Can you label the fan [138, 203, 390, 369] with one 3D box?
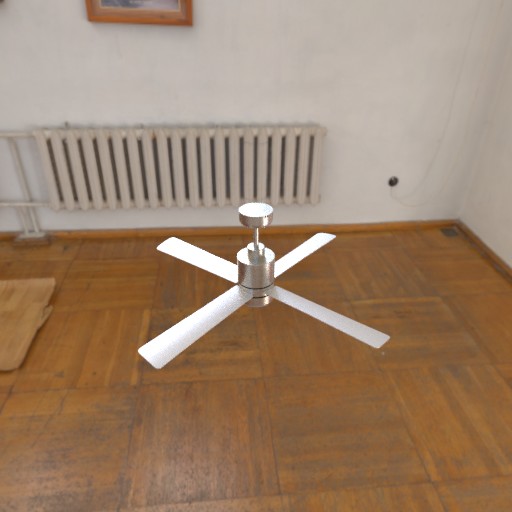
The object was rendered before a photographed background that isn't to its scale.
[{"bbox_3d":[0.000,0.000,2.357,1.525,0.539,1.525,23,37,33],"label":"fan"}]
